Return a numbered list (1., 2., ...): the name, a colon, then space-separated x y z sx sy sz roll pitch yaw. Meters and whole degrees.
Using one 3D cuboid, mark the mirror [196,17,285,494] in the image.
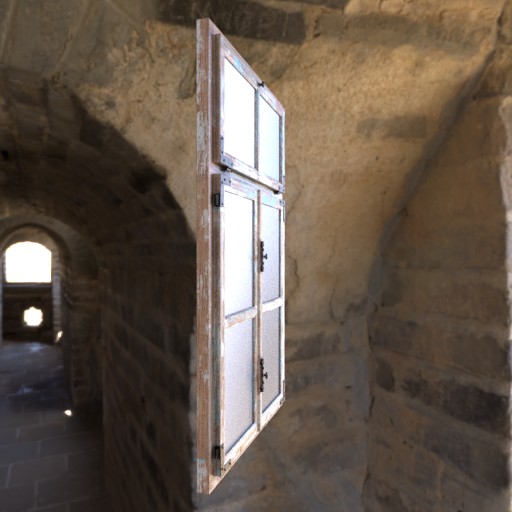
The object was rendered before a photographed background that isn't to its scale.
1. mirror: 0.000 0.000 1.460 0.083 1.213 0.707 0 0 19
